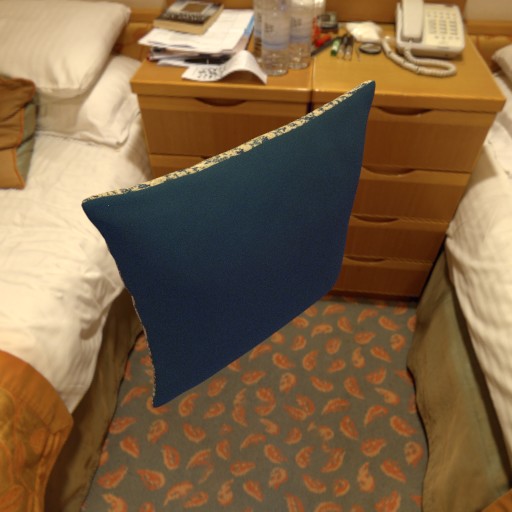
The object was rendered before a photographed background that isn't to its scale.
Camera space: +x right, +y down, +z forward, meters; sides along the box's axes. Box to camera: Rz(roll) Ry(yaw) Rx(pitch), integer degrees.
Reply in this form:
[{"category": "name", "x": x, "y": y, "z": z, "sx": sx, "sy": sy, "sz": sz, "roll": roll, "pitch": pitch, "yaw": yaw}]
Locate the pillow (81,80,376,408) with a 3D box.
[{"category": "pillow", "x": 0.000, "y": 0.000, "z": 0.800, "sx": 0.523, "sy": 0.510, "sz": 0.166, "roll": -31, "pitch": 52, "yaw": -27}]
